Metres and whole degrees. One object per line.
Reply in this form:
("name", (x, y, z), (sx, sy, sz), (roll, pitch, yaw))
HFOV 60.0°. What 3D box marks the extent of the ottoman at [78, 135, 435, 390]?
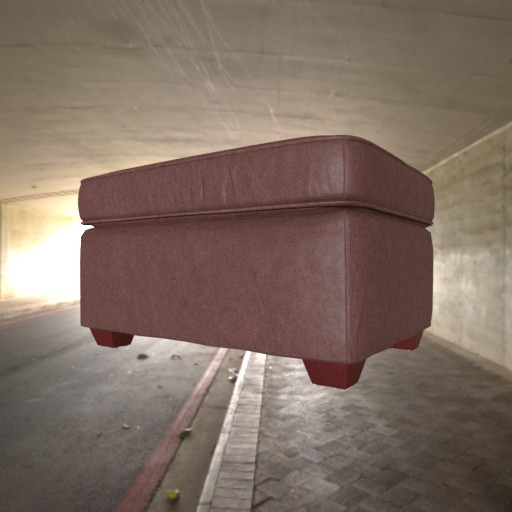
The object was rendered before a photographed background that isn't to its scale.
("ottoman", (0.000, 0.000, 1.097), (0.749, 0.449, 0.548), (0, -1, 35))
